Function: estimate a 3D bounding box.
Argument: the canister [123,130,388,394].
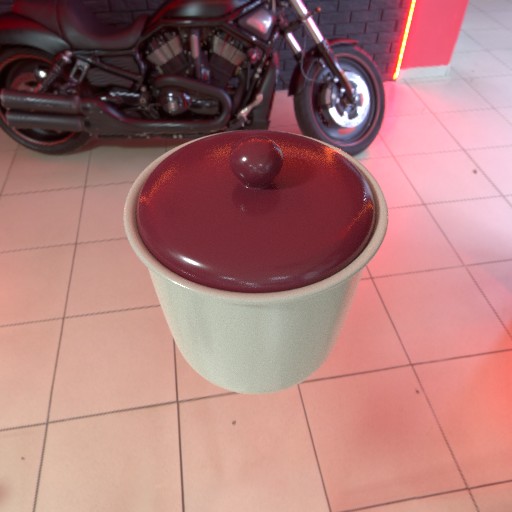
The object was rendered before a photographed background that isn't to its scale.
[{"bbox_3d":[0.000,0.000,0.352,0.182,0.208,0.182,0,46,0],"label":"canister"}]
